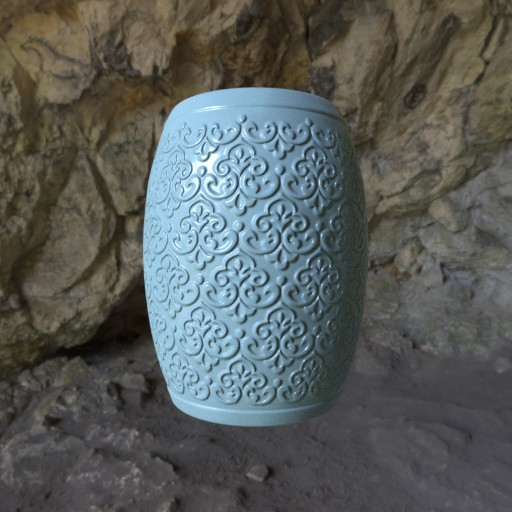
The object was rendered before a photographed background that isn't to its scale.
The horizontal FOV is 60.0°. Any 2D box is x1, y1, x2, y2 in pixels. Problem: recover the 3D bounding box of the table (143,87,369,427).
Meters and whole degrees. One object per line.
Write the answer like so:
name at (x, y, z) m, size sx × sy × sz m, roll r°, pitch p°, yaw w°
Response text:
table at (0.000, 0.000, 0.627) m, size 0.309 × 0.397 × 0.309 m, roll 0°, pitch 2°, yaw 0°
